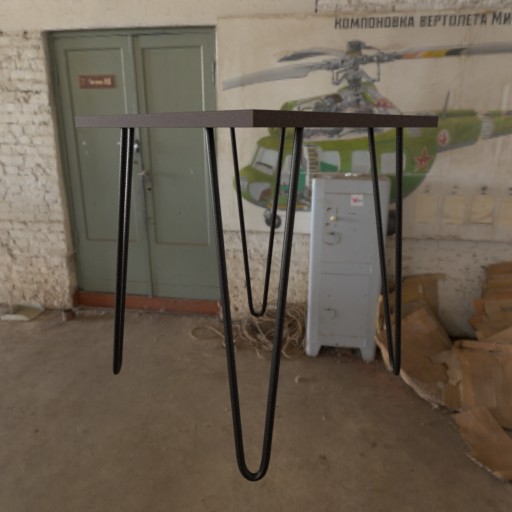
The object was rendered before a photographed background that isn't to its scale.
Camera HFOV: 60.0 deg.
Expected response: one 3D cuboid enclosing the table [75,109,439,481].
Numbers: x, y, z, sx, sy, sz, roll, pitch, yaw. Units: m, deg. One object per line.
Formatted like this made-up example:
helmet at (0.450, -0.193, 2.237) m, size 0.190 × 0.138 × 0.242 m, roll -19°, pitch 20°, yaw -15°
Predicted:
table at (0.000, 0.000, 0.930) m, size 0.495 × 0.559 × 0.495 m, roll -15°, pitch 22°, yaw -42°
